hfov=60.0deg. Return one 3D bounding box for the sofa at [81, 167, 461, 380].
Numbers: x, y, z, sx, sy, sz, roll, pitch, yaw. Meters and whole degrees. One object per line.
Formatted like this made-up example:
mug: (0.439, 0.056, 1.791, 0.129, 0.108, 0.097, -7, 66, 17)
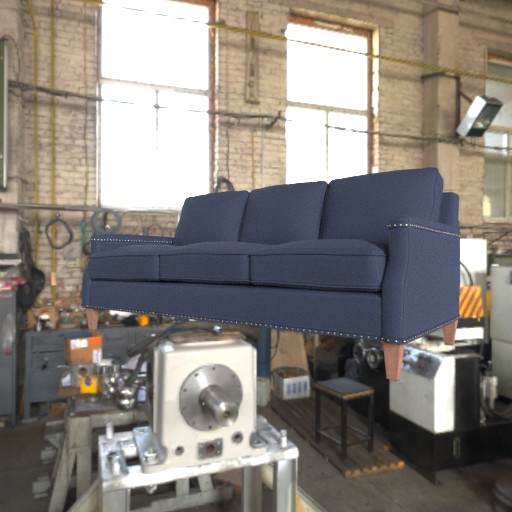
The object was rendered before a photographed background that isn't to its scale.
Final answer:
sofa: (0.000, 0.000, 2.800, 2.246, 1.003, 1.084, 0, -1, 37)
